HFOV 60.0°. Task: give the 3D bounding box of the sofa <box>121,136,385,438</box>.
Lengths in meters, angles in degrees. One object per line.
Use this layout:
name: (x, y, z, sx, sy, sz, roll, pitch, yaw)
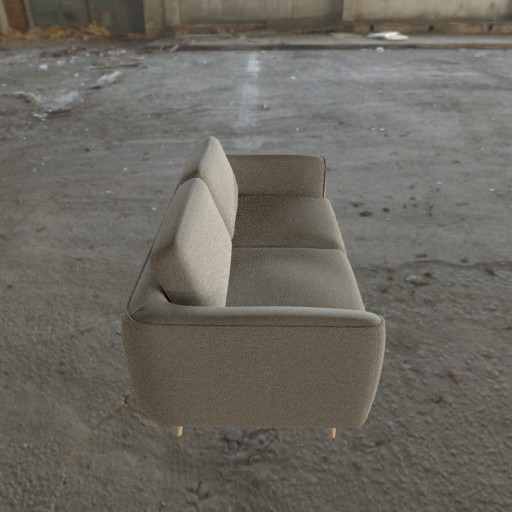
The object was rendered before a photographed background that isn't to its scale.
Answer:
sofa: (0.000, 0.000, 2.177, 0.920, 0.850, 1.700, 0, 31, 1)
